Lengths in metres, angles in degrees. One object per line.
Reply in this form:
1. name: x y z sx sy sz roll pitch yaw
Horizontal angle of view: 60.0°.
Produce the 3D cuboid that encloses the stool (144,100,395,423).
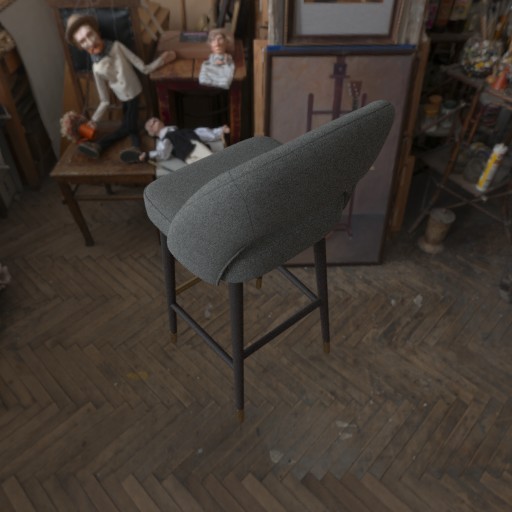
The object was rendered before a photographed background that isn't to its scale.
1. stool: 0.000 0.000 1.347 0.536 1.089 0.524 -31 54 -26
